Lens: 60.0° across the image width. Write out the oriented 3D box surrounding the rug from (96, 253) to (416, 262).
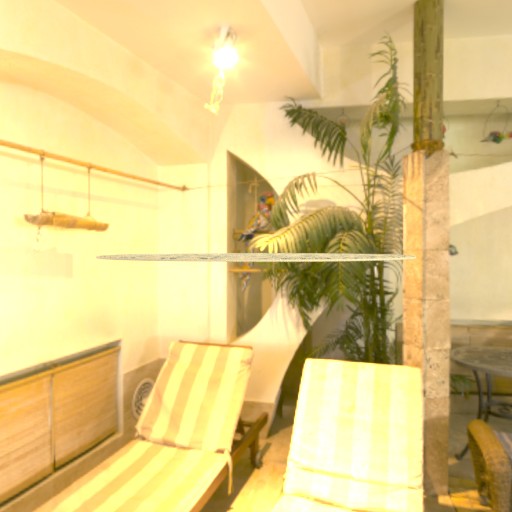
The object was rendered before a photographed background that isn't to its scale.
[{"bbox_3d":[0.000,0.000,2.340,1.593,0.012,1.593,0,1,0],"label":"rug"}]
